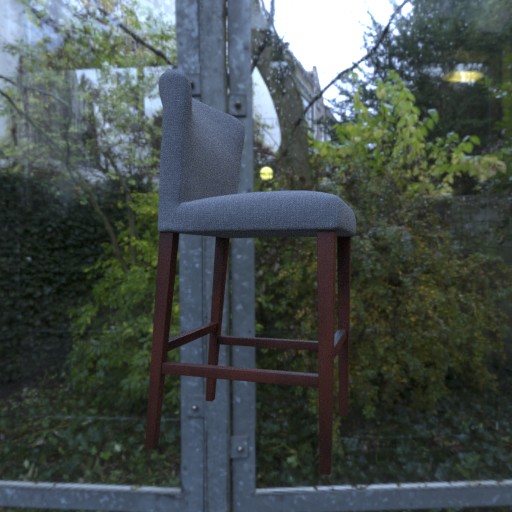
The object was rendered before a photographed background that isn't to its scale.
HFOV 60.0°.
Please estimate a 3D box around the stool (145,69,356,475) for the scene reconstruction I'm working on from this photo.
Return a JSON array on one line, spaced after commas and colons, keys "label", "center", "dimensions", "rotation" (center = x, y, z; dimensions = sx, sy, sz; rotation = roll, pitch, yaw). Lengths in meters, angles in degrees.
[{"label": "stool", "center": [0.000, 0.000, 1.360], "dimensions": [0.568, 1.069, 0.486], "rotation": [0, 0, 17]}]
